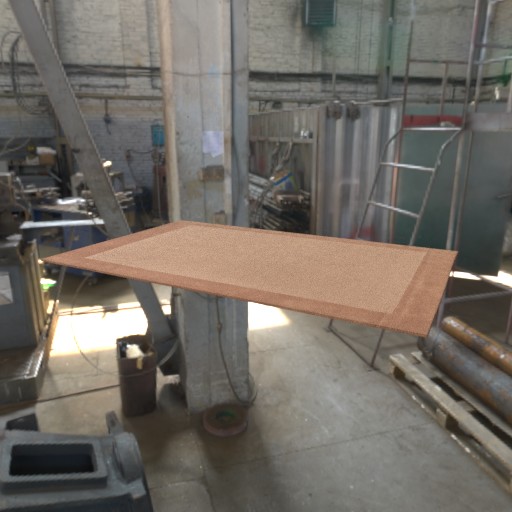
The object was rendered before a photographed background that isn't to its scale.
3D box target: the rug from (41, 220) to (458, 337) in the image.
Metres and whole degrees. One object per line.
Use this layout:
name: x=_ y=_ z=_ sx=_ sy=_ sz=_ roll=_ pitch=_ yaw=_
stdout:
rug: x=0.000 y=0.000 z=3.045 sx=2.438 sy=0.014 sz=1.524 roll=8 pitch=18 yaw=27
